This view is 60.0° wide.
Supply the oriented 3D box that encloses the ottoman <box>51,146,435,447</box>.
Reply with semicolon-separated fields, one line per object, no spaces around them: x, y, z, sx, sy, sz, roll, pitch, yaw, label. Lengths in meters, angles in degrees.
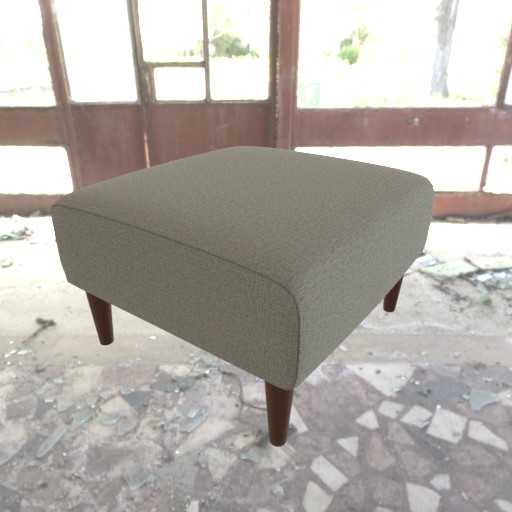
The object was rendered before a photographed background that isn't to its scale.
0.000;0.000;1.071;0.648;0.399;0.655;18;31;32;ottoman
